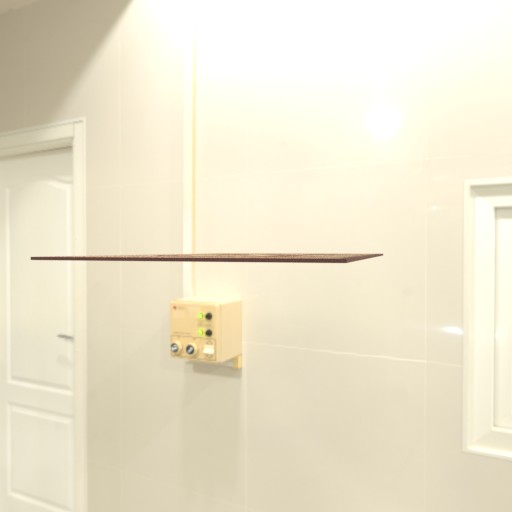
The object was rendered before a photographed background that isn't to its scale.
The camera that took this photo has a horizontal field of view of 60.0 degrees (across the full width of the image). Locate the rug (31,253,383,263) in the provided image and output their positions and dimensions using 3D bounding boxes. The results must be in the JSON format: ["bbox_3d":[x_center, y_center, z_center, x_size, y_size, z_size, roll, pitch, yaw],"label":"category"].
[{"bbox_3d":[0.000,0.000,5.957,3.033,0.033,4.578,0,1,19],"label":"rug"}]
